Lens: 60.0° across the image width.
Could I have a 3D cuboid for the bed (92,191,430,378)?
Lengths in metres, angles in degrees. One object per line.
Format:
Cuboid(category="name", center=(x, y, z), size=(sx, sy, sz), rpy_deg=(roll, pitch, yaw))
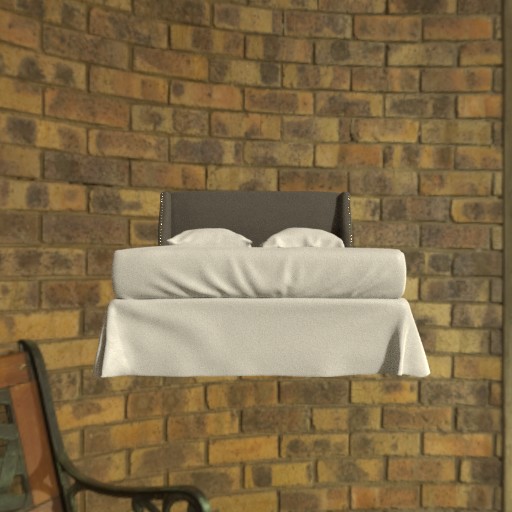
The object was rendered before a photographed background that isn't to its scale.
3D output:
Cuboid(category="bed", center=(0.000, 0.000, 3.444), size=(1.925, 1.332, 2.276), rpy_deg=(0, 0, 0))
